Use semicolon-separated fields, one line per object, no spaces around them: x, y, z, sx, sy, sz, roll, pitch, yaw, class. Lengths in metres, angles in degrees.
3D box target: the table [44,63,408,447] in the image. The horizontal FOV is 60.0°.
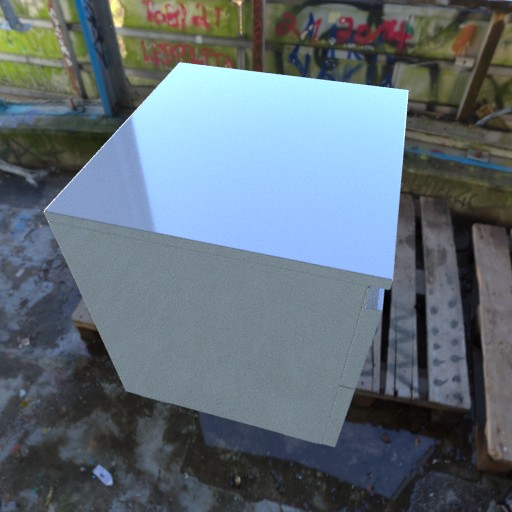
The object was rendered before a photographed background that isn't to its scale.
0.000;0.000;0.790;0.400;0.470;0.420;11;48;10;table
